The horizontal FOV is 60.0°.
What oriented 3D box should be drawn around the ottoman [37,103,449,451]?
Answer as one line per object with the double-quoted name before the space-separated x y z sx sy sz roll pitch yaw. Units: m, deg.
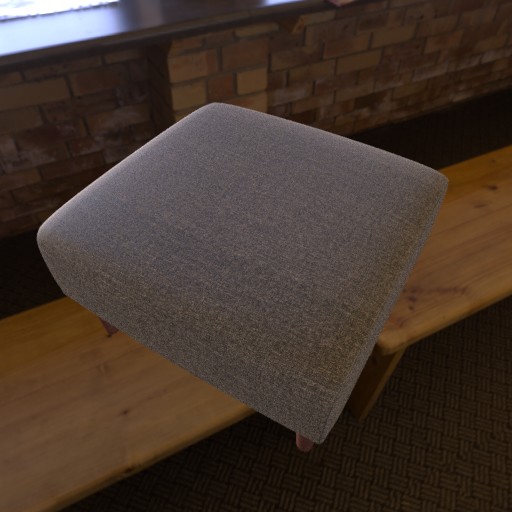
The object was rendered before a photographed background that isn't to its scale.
"ottoman" 0.000 0.000 1.041 0.655 0.399 0.648 24 51 21
